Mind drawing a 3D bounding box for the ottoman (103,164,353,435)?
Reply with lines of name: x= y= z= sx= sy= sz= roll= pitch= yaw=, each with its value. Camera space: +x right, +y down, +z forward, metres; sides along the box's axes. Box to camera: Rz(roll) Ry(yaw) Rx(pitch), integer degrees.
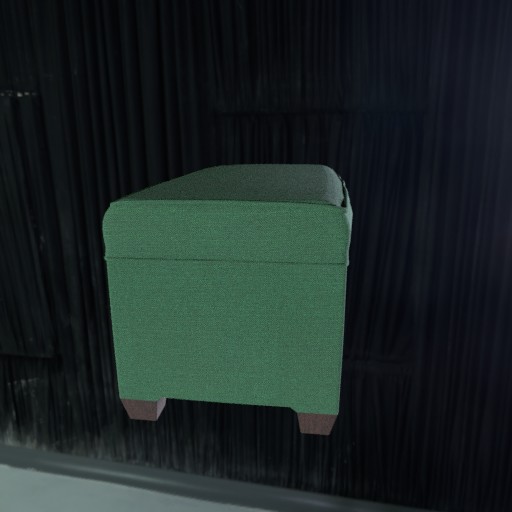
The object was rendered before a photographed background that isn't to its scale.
ottoman: x=0.000 y=0.000 z=1.254 sx=0.483 sy=0.471 sz=0.957 roll=2 pitch=16 yaw=7
